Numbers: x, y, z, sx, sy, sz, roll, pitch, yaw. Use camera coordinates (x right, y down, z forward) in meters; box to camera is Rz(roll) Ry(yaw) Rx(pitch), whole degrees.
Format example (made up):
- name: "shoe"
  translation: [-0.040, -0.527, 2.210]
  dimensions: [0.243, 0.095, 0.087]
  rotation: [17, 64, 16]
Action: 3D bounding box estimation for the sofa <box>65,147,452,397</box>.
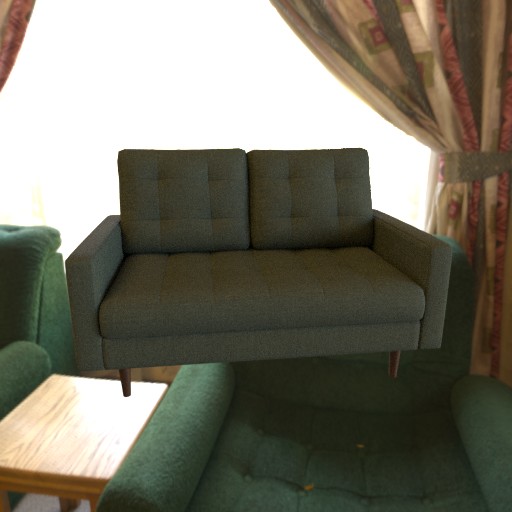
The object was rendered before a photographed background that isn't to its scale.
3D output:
- name: "sofa"
  translation: [0.000, 0.000, 1.964]
  dimensions: [1.407, 0.907, 0.842]
  rotation: [-2, 17, -7]
